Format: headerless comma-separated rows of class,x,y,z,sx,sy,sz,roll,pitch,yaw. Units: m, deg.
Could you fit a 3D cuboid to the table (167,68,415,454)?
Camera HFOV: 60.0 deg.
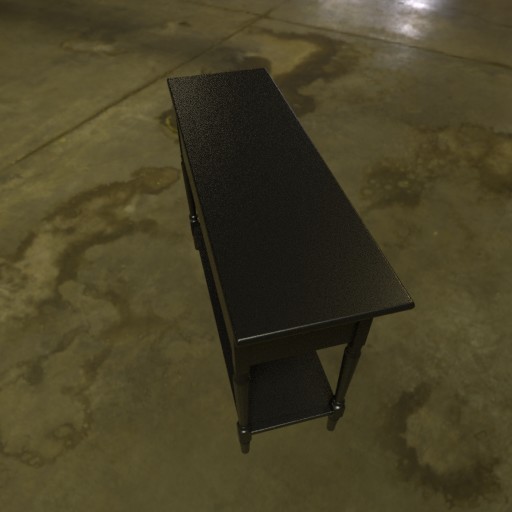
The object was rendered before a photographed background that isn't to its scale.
table,0.000,0.000,1.583,0.386,0.819,1.191,-11,47,-10
